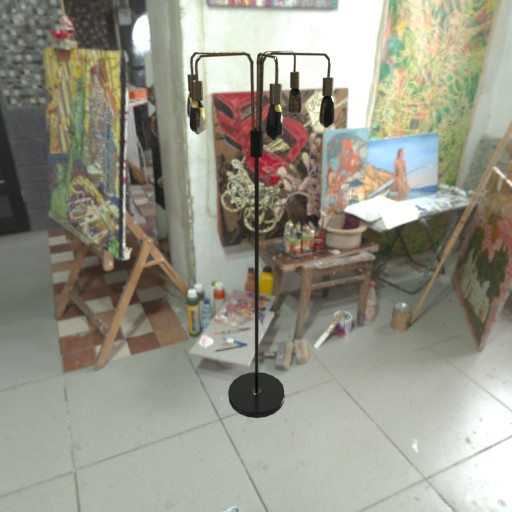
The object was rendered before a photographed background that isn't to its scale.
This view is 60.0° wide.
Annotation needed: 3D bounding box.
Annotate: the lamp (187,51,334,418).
[{"bbox_3d":[0.000,0.000,2.055,0.572,1.721,0.599,18,32,31],"label":"lamp"}]
